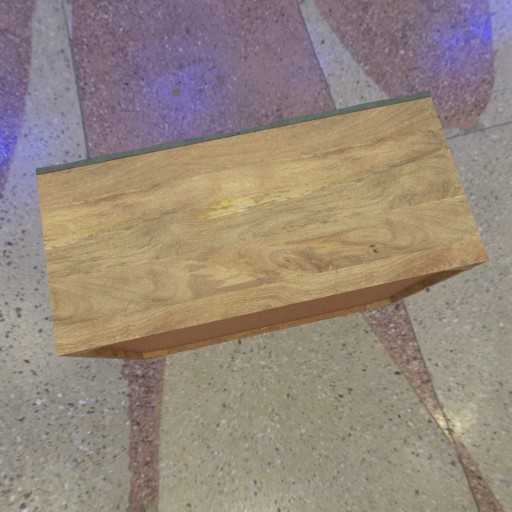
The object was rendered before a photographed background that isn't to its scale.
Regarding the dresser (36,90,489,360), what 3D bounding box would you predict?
[{"bbox_3d":[0.000,0.000,1.416,0.967,0.847,0.446,-12,76,-3],"label":"dresser"}]
